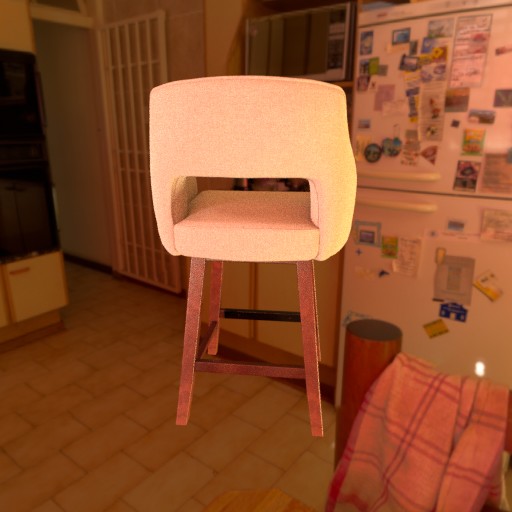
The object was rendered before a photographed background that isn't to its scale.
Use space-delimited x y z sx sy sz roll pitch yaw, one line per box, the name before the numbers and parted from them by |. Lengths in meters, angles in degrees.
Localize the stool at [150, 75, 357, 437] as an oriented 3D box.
stool | 0.000 0.000 1.305 0.550 0.936 0.560 2 17 7
